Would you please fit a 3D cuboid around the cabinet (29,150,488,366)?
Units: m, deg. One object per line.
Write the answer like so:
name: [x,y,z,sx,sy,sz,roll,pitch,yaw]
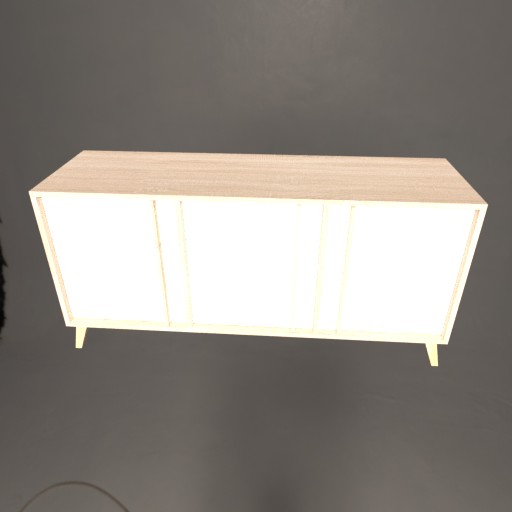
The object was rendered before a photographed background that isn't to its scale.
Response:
cabinet: [0.000,0.000,2.001,1.649,0.780,0.500,2,31,4]
